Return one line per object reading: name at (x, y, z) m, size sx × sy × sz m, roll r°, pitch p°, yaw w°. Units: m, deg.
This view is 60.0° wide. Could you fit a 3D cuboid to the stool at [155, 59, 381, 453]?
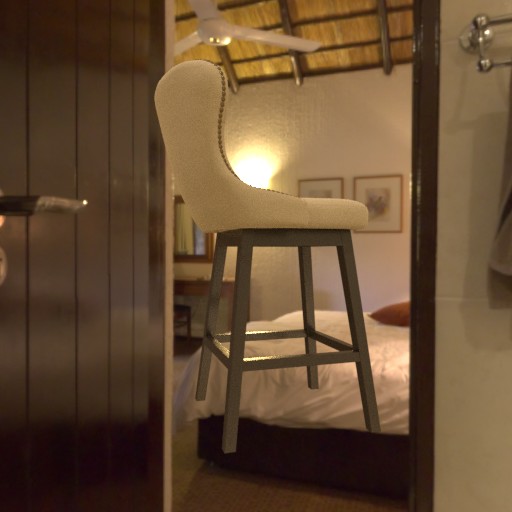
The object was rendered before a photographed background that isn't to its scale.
stool at (0.000, 0.000, 1.337) m, size 0.593 × 0.971 × 0.528 m, roll 0°, pitch 1°, yaw -17°
